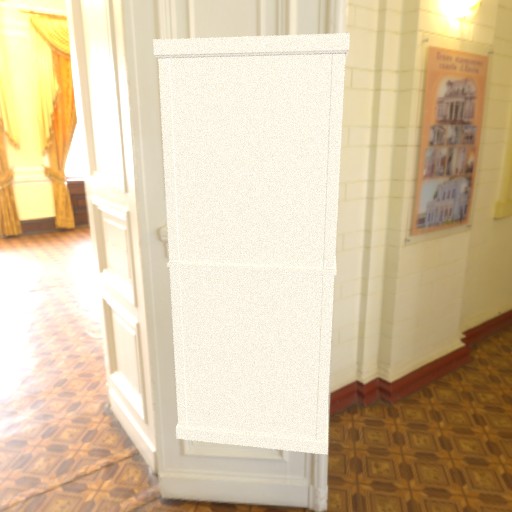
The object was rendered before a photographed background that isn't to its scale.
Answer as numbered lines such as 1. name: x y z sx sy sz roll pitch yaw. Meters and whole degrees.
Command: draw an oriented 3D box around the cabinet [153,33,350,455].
1. cabinet: 0.000 0.000 2.105 0.754 1.829 0.390 2 16 9
